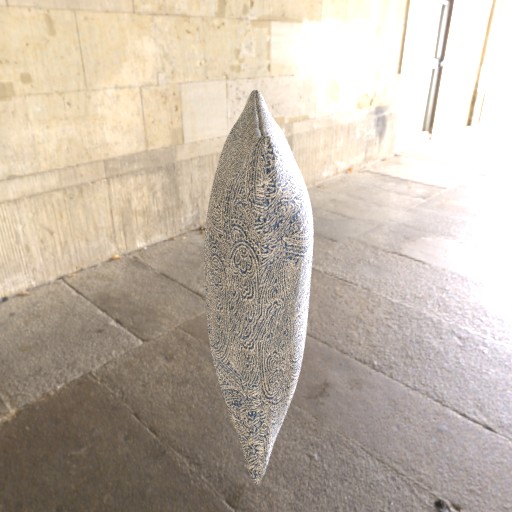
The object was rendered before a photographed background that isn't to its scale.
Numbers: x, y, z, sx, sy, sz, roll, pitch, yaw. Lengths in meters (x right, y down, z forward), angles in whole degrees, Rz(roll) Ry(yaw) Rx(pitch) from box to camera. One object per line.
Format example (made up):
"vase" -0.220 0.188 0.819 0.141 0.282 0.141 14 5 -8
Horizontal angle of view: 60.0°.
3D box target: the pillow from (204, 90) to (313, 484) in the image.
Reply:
"pillow" 0.000 0.000 0.783 0.166 0.510 0.523 -1 26 -1
